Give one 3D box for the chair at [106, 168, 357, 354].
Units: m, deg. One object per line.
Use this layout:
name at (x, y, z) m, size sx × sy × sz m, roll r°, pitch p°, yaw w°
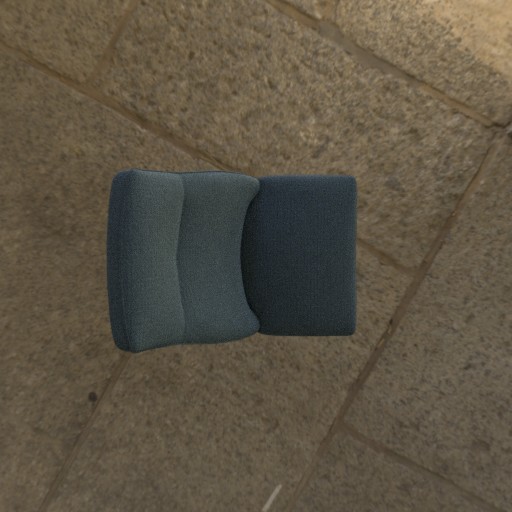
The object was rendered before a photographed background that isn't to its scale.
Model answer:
chair at (0.000, 0.000, 1.342) m, size 0.620 × 0.930 × 0.500 m, roll 0°, pitch 91°, yaw 0°
